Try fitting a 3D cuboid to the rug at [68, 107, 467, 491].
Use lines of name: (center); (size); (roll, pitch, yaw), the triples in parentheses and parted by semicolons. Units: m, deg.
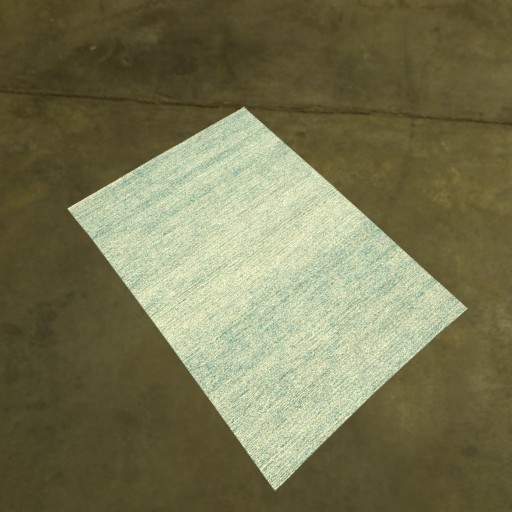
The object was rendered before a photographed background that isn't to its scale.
rug: (0.000, 0.000, 2.987); (1.613, 0.030, 2.306); (-35, 67, -17)
